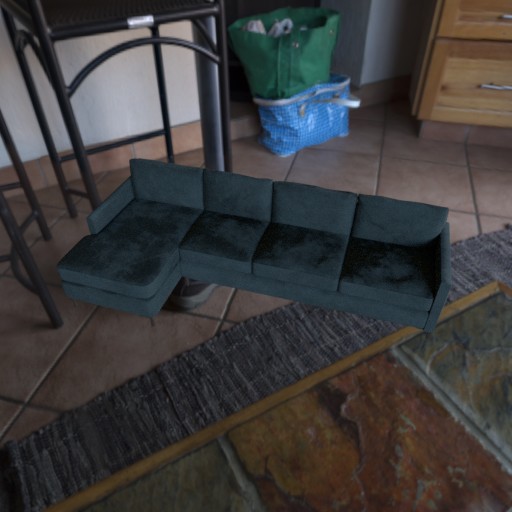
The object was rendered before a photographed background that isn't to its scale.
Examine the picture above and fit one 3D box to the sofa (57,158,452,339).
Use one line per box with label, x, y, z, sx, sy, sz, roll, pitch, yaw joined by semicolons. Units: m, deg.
sofa;0.000;0.000;4.200;3.400;0.967;1.500;11;41;13
